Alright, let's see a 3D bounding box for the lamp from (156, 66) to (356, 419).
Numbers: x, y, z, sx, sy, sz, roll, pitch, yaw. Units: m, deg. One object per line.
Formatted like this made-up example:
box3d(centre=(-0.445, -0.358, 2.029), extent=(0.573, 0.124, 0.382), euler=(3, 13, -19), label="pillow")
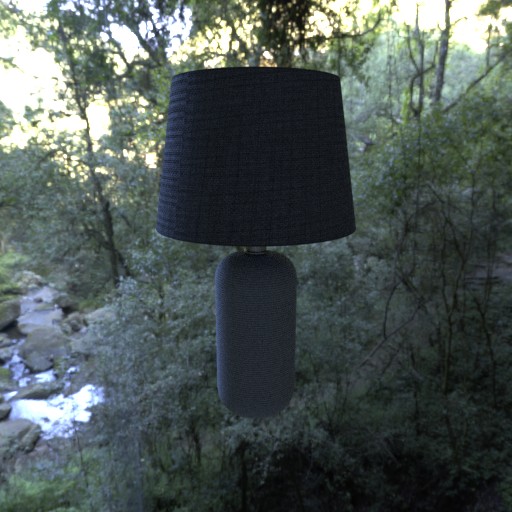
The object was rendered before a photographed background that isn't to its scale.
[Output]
box3d(centre=(0.000, 0.000, 0.579), extent=(0.251, 0.429, 0.251), euler=(0, 14, 0), label="lamp")
